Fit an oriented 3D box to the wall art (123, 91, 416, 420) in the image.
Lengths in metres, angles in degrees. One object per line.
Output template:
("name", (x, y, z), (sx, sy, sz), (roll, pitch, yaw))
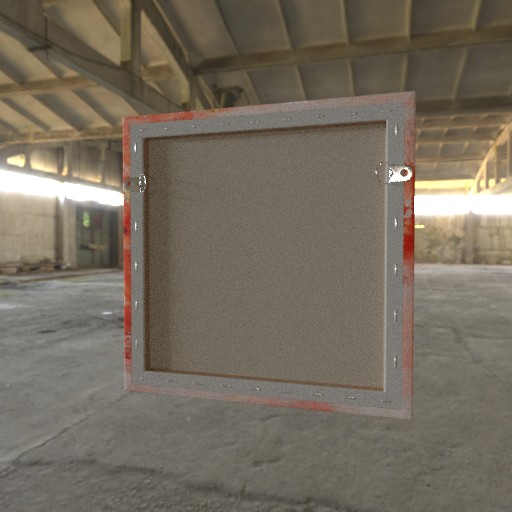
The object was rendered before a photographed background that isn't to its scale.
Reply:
("wall art", (0.000, 0.000, 1.108), (0.747, 0.746, 0.064), (0, 2, 16))
